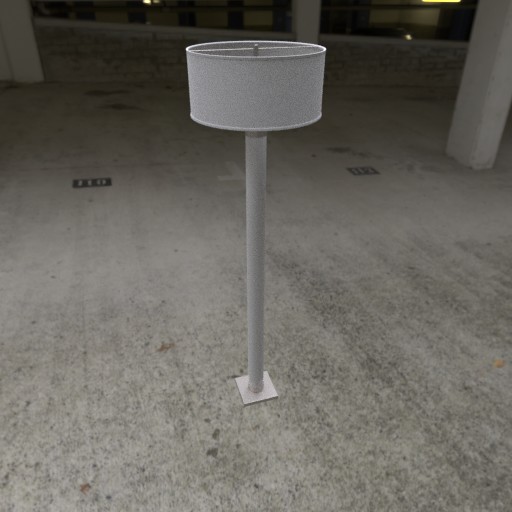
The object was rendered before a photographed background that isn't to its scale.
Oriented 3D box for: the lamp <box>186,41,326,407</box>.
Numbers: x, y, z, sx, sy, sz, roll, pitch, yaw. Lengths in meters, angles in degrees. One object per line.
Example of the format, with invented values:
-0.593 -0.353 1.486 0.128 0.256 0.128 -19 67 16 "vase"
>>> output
0.000 0.000 1.707 0.420 1.475 0.420 -9 32 -15 "lamp"
